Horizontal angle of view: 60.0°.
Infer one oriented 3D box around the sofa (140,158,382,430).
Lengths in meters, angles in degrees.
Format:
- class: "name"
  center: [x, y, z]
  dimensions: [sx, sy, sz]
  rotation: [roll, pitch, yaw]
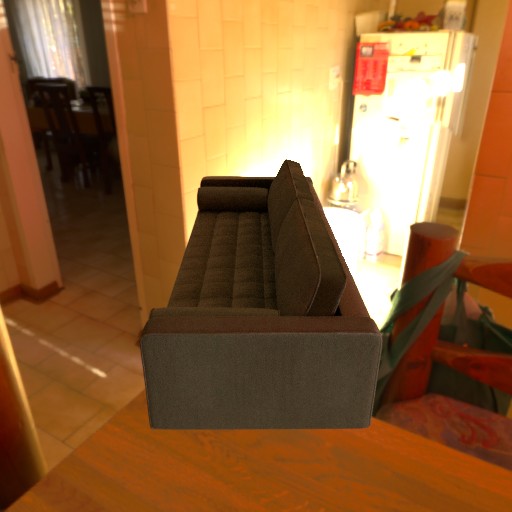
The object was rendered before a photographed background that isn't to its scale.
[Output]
- class: "sofa"
  center: [0.000, 0.000, 2.674]
  dimensions: [0.918, 0.769, 2.199]
  rotation: [0, 25, 0]
